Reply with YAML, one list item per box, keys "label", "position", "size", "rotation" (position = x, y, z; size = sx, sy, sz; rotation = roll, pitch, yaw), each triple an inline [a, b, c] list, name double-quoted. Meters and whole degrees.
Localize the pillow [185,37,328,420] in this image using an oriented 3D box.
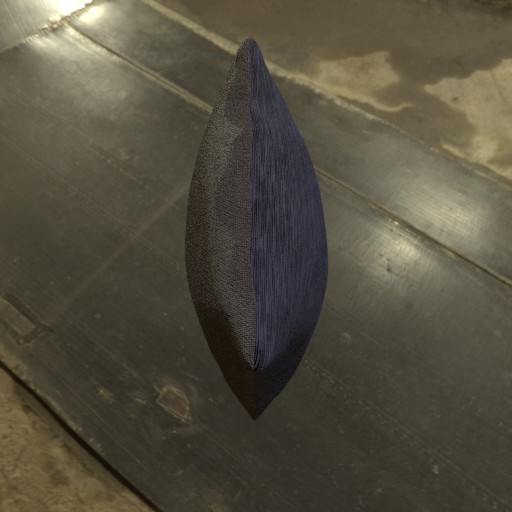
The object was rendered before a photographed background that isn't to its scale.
- label: "pillow"
  position: [0.000, 0.000, 0.684]
  size: [0.204, 0.439, 0.452]
  rotation: [-1, 63, 0]
